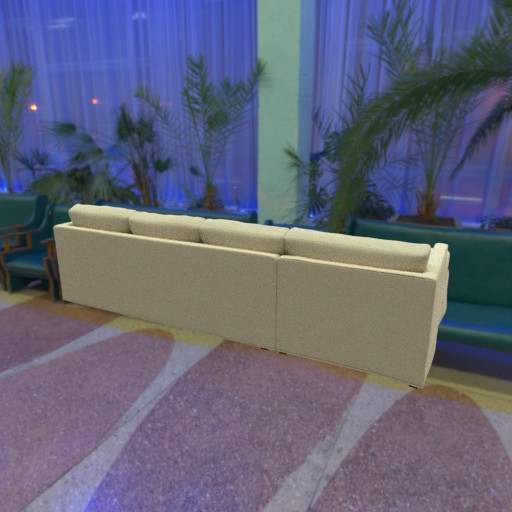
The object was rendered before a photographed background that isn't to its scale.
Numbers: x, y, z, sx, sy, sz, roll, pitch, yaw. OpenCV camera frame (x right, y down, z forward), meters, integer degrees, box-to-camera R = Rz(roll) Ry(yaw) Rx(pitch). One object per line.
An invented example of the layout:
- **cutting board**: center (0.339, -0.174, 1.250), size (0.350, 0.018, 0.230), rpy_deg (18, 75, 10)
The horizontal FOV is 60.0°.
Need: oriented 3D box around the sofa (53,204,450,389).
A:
- **sofa**: center (0.000, 0.000, 3.999), size (3.205, 0.922, 1.650), rpy_deg (8, 18, 25)
